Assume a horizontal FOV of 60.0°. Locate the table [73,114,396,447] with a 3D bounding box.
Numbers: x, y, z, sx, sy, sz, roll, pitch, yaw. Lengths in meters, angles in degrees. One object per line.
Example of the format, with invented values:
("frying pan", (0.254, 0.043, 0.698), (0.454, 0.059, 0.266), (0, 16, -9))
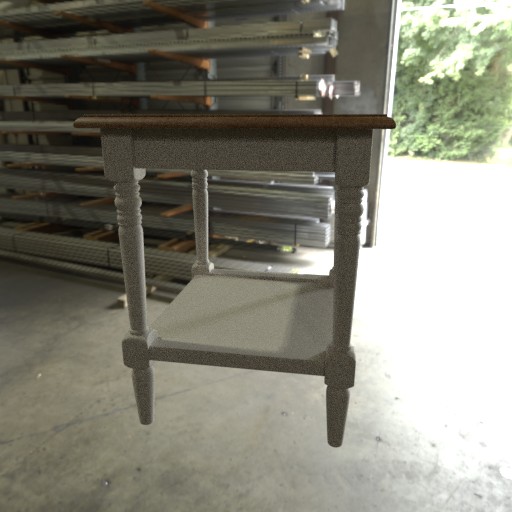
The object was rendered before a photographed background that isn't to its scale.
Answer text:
("table", (0.000, 0.000, 0.931), (0.457, 0.561, 0.508), (3, 17, 9))
